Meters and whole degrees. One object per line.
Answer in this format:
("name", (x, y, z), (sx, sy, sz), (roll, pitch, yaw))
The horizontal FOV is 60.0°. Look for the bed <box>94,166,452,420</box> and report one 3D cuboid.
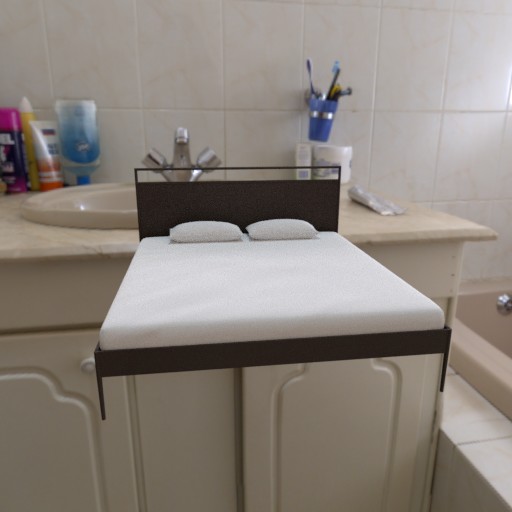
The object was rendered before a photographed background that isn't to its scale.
("bed", (0.000, 0.000, 3.396), (1.993, 1.173, 2.151), (-2, 16, -8))
